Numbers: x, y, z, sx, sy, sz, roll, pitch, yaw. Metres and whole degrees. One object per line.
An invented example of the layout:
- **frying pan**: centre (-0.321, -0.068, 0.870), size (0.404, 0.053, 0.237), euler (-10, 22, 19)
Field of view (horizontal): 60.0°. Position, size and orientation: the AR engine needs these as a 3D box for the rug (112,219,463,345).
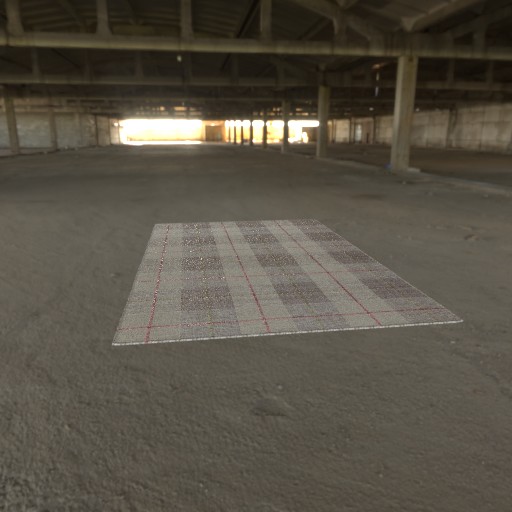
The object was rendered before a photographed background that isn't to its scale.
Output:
- **rug**: centre (0.000, 0.000, 3.055), size (1.549, 0.010, 2.464), euler (-2, 16, -8)
